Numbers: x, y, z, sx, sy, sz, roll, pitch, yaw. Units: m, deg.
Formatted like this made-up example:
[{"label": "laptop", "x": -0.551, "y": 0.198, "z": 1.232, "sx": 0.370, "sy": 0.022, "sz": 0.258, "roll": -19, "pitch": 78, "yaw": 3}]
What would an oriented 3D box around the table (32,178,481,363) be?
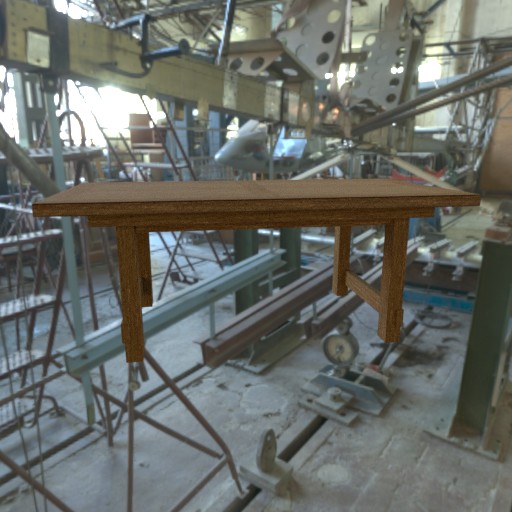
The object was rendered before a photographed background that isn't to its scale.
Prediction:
[{"label": "table", "x": 0.000, "y": 0.000, "z": 2.491, "sx": 1.982, "sy": 0.762, "sz": 1.000, "roll": -2, "pitch": 14, "yaw": -9}]
